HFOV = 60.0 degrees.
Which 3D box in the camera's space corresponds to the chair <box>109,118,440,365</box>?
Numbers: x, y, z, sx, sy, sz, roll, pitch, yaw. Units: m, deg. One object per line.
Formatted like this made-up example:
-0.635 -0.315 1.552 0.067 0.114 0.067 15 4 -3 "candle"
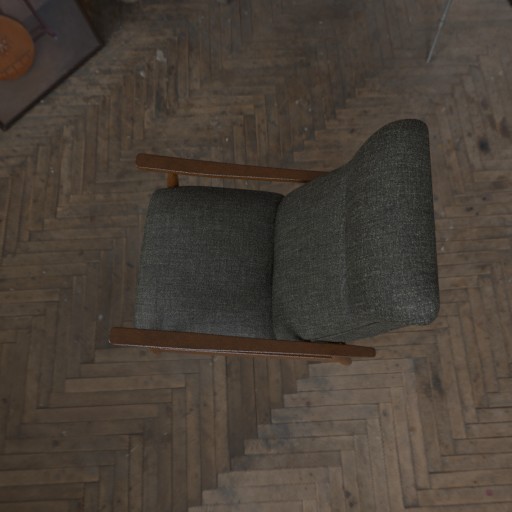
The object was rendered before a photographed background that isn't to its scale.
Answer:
0.000 0.000 1.757 1.014 1.082 0.762 3 73 1 "chair"
